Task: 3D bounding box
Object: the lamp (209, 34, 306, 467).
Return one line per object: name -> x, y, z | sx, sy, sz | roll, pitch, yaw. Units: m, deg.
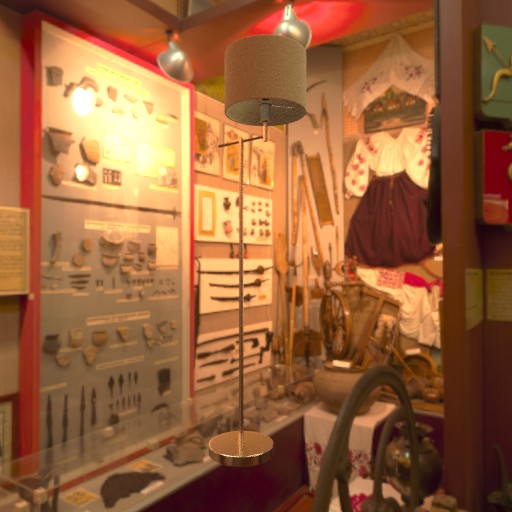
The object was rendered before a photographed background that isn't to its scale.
lamp -> 0.000, 0.000, 1.778 | 0.416, 1.600, 0.324 | -1, -1, 36
